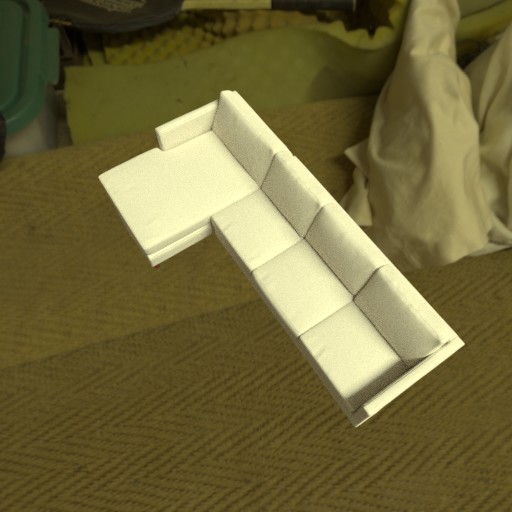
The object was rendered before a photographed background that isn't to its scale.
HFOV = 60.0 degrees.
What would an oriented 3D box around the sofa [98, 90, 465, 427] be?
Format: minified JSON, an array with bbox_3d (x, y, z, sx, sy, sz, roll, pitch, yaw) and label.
[{"bbox_3d":[0.000,0.000,3.901,1.625,0.846,3.186,-31,66,-15],"label":"sofa"}]
